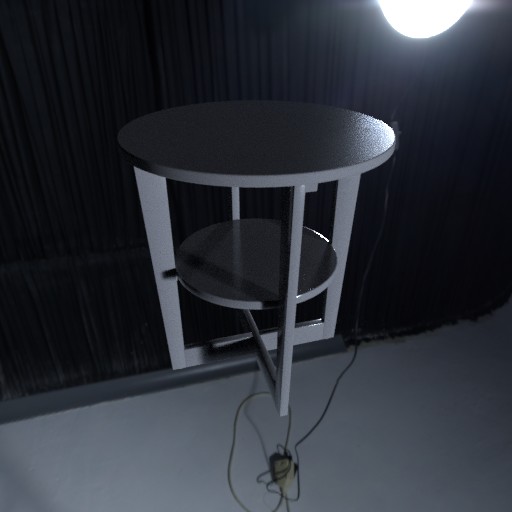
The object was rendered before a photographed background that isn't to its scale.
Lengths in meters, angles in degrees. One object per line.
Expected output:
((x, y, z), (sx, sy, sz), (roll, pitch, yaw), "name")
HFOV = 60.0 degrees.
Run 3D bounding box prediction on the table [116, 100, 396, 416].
((0.000, 0.000, 0.960), (0.500, 0.550, 0.500), (0, 31, 0), "table")
